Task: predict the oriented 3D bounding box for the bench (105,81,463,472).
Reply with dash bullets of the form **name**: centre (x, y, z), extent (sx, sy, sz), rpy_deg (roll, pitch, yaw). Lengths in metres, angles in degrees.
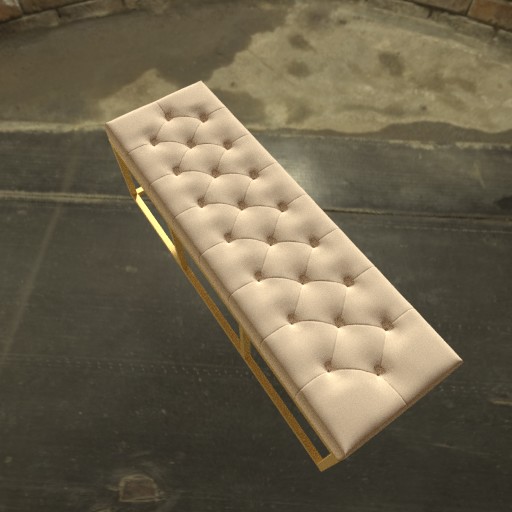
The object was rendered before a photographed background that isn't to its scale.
- **bench**: centre (0.000, 0.000, 1.706), extent (0.457, 0.484, 1.473), rpy_deg (-31, 65, -16)
